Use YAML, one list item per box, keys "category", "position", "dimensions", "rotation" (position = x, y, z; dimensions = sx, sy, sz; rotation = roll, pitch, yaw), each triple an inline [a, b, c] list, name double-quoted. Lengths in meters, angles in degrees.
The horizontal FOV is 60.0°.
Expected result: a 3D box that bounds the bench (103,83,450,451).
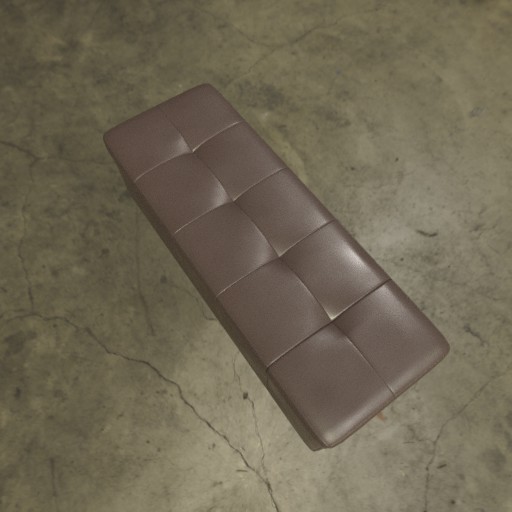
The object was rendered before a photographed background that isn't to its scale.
- category: "bench"
  position: [0.000, 0.000, 1.504]
  dimensions: [0.450, 0.417, 1.219]
  rotation: [-33, 68, -15]
